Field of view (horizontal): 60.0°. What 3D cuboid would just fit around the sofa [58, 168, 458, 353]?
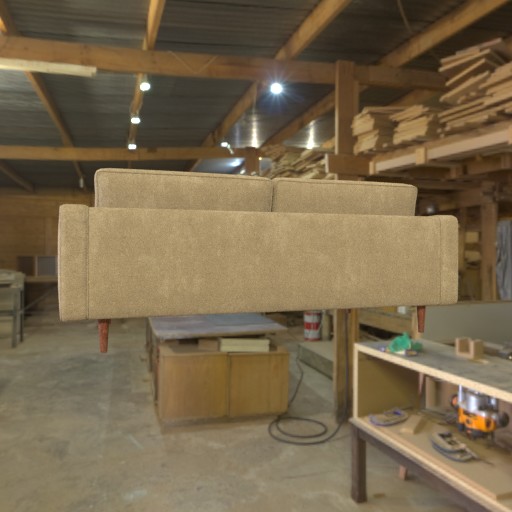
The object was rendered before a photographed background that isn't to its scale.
[{"bbox_3d":[0.000,0.000,2.371,1.883,0.769,0.920,0,1,-17],"label":"sofa"}]
